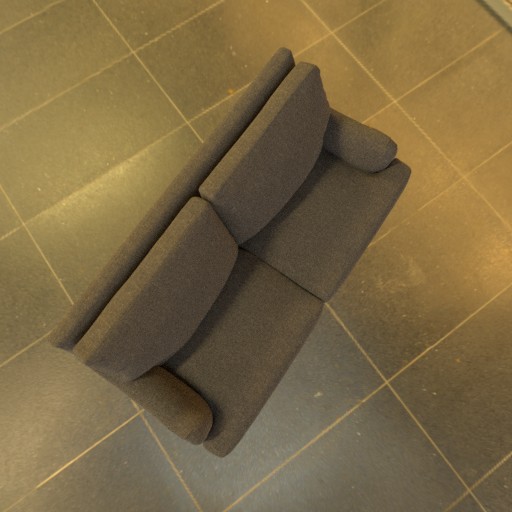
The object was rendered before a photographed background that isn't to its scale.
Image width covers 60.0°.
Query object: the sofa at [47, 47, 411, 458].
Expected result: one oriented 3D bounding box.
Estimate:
[{"bbox_3d":[0.000,0.000,2.748,1.087,1.054,2.160,34,78,8],"label":"sofa"}]
